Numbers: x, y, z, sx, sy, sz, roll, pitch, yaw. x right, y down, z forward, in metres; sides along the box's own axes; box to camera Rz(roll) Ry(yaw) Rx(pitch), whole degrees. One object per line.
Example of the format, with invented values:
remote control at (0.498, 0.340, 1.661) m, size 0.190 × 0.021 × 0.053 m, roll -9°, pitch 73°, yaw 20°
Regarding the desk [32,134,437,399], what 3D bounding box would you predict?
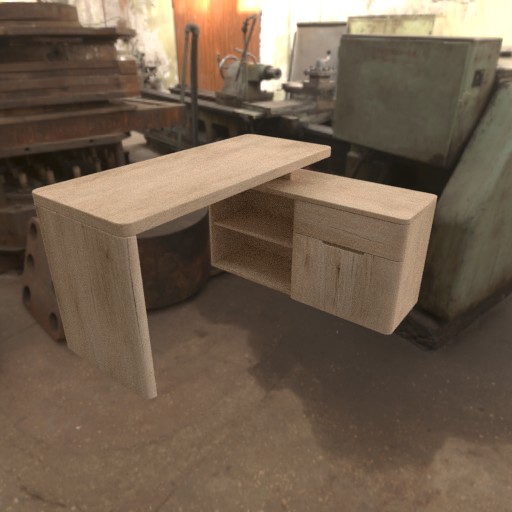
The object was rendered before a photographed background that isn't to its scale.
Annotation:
desk at (0.000, 0.000, 2.078) m, size 1.175 × 0.770 × 1.400 m, roll 19°, pitch 32°, yaw 33°
